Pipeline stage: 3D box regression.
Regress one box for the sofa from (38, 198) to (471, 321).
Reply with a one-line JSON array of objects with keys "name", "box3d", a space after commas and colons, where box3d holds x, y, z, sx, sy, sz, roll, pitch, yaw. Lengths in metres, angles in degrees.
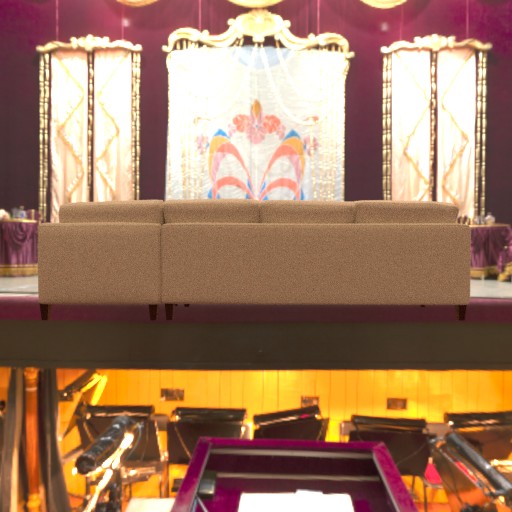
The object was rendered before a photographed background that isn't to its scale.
[{"name": "sofa", "box3d": [0.000, 0.000, 4.582, 3.302, 0.947, 2.593, 0, 1, 0]}]
